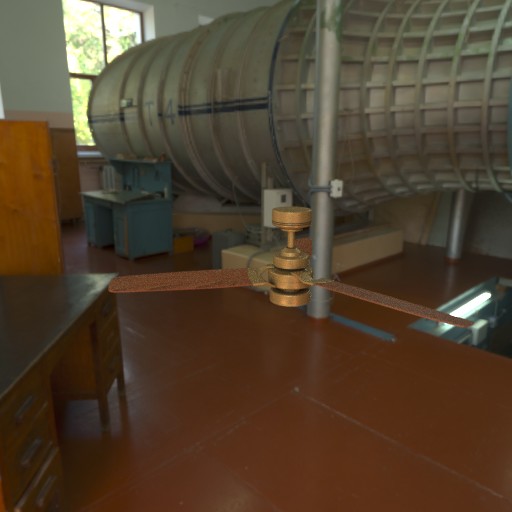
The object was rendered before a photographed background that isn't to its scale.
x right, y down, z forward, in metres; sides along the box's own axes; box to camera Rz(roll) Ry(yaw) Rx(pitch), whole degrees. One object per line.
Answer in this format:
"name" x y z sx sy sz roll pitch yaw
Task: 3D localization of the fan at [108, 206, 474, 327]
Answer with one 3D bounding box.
"fan" 0.000 0.000 1.992 1.271 0.425 1.416 -3 15 -10
